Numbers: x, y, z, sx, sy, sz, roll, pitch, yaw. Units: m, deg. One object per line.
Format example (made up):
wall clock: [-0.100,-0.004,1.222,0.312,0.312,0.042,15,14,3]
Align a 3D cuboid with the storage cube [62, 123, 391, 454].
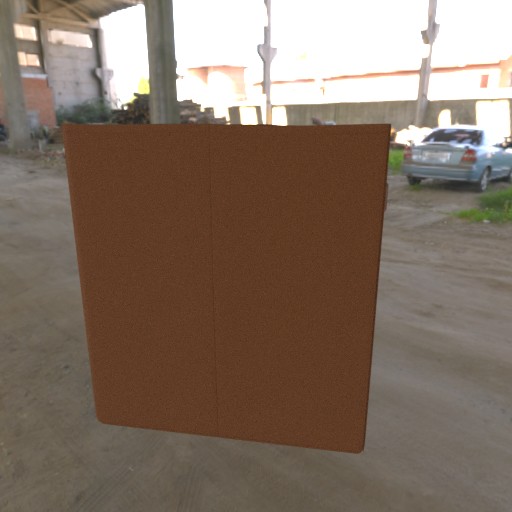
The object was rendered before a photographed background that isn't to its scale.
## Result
storage cube: [0.000,0.000,0.490,0.270,0.280,0.270,3,17,9]
